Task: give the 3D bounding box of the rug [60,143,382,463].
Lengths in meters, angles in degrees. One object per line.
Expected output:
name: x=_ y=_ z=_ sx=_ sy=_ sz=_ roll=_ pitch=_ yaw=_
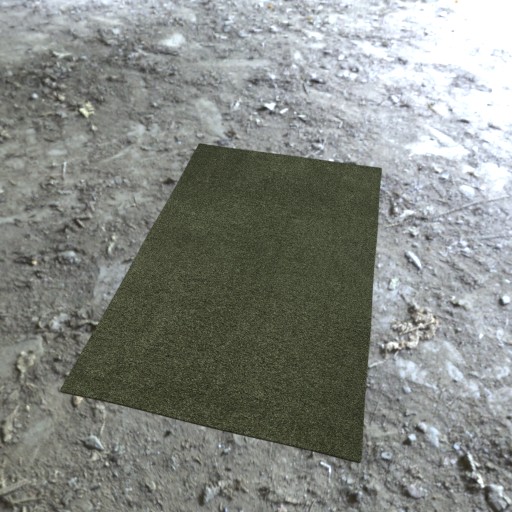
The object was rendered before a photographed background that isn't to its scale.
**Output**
rug: x=0.000 y=0.000 z=3.419 sx=1.802 sy=0.026 sz=2.699 roll=10 pitch=48 yaw=9
